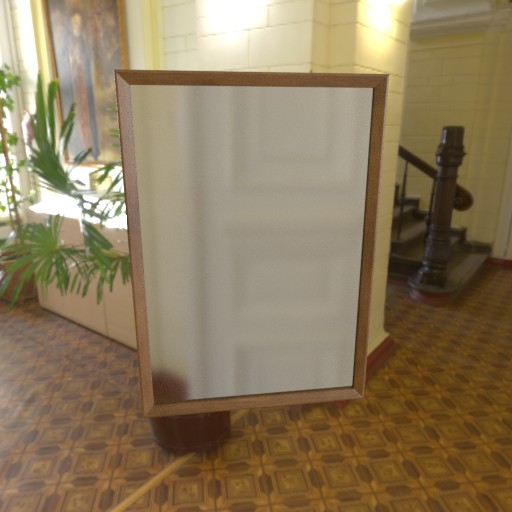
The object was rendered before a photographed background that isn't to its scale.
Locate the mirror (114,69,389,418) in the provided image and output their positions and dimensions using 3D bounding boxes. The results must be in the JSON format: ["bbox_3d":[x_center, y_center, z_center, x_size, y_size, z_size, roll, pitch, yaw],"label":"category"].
[{"bbox_3d":[0.000,0.000,0.926,0.508,0.711,0.039,-2,17,-8],"label":"mirror"}]
